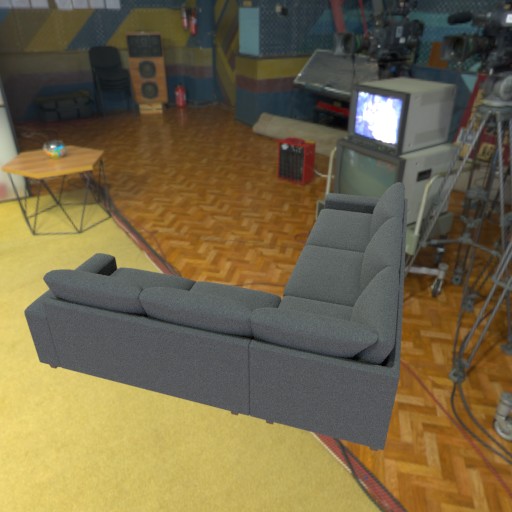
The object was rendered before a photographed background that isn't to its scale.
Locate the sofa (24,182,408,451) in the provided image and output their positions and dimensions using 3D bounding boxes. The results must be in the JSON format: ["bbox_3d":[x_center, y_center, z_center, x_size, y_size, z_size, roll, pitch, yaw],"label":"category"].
[{"bbox_3d":[0.000,0.000,4.600,2.895,0.965,3.277,9,31,15],"label":"sofa"}]
